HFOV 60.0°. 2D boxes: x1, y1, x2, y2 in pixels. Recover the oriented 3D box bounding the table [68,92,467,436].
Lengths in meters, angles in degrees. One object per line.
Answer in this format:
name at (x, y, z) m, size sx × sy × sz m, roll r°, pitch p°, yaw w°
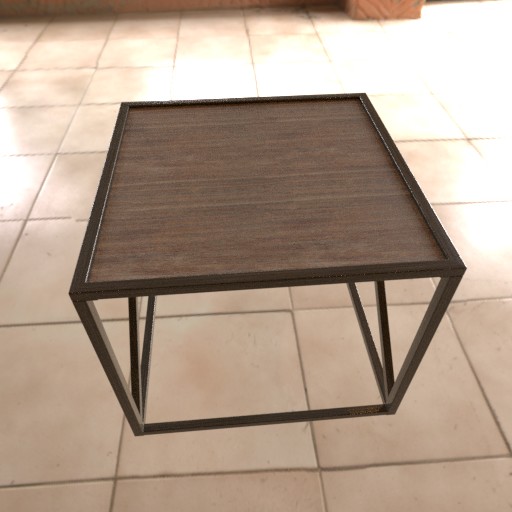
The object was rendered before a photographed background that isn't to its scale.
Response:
table at (0.000, 0.000, 1.066) m, size 0.609 × 0.507 × 0.611 m, roll -3°, pitch 45°, yaw -3°
